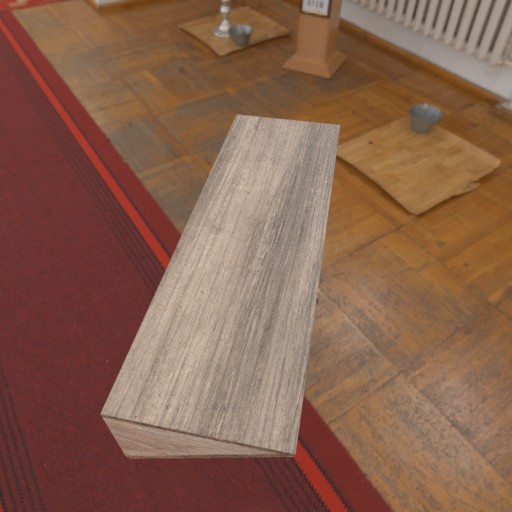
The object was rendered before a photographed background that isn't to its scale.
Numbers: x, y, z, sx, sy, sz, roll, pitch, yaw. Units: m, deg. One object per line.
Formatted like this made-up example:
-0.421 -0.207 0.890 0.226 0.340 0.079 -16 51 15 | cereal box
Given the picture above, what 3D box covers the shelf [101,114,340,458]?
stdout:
0.000 0.000 0.687 0.200 0.125 0.610 8 47 8 | shelf
